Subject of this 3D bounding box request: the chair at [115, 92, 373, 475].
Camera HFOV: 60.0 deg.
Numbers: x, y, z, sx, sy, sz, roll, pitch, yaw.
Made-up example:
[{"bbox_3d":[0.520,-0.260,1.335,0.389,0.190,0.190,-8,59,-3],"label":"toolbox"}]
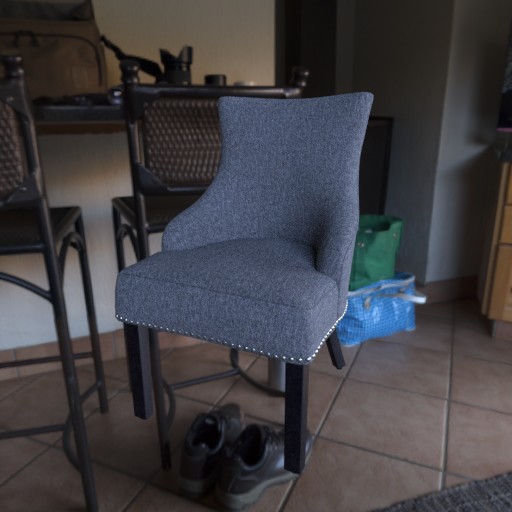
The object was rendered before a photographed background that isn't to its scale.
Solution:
[{"bbox_3d":[0.000,0.000,1.284,0.566,0.909,0.629,8,18,25],"label":"chair"}]
